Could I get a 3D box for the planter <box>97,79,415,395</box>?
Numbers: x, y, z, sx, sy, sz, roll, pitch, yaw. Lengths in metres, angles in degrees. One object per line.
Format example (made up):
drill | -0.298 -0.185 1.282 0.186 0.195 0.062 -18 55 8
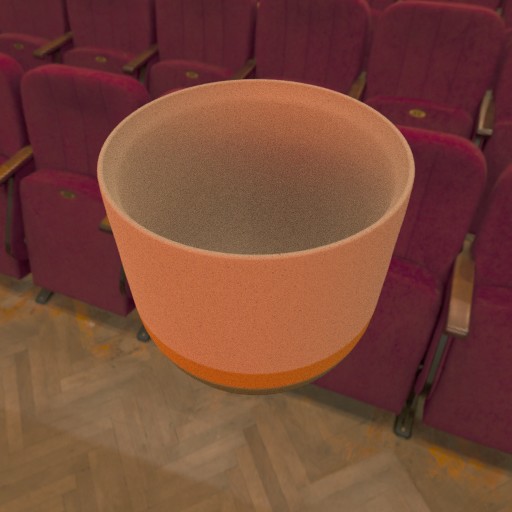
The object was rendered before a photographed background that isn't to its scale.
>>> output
planter | 0.000 0.000 0.477 0.268 0.270 0.268 0 46 0
